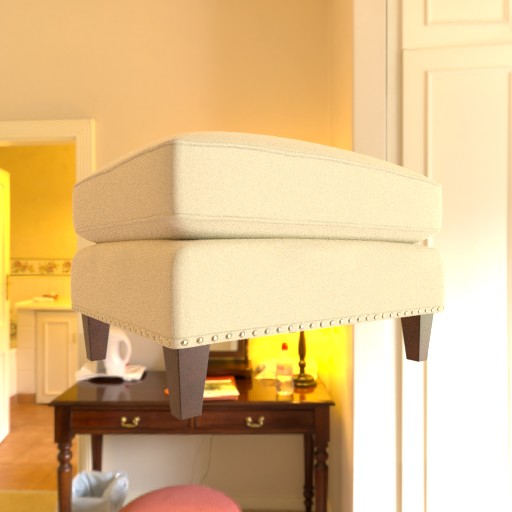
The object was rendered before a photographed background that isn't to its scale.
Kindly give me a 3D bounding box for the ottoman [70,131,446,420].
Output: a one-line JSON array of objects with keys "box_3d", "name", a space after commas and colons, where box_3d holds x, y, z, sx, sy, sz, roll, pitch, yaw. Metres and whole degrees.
[{"box_3d": [0.000, 0.000, 1.098, 0.741, 0.513, 0.584, 0, 0, -36], "name": "ottoman"}]
